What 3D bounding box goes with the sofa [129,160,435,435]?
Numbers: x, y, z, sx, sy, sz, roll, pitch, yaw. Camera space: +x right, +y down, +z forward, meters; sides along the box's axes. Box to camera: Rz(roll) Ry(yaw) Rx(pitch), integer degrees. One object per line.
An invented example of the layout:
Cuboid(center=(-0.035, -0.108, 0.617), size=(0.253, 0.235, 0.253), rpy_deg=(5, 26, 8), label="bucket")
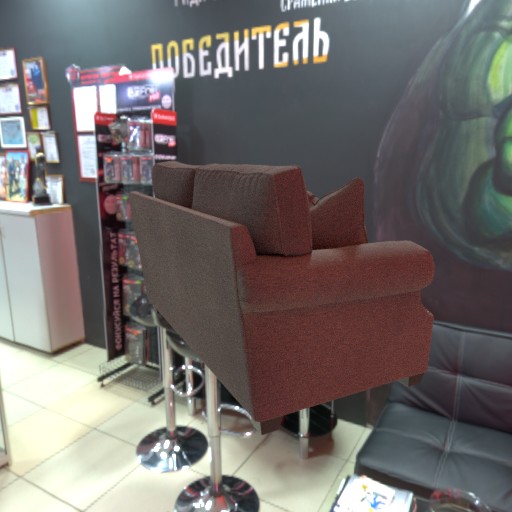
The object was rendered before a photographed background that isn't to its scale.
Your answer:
Cuboid(center=(0.000, 0.000, 2.320), size=(0.966, 0.966, 1.701), rpy_deg=(-7, 14, -27), label="sofa")
